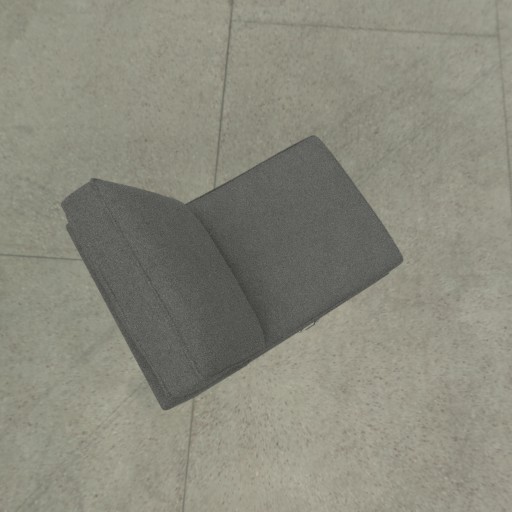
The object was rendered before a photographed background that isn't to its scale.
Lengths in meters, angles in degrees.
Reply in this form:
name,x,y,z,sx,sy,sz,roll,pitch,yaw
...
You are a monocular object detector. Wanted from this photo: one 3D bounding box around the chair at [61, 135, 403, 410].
name,x,y,z,sx,sy,sz,roll,pitch,yaw
chair,0.000,0.000,1.589,0.938,0.970,0.621,-31,78,-7
